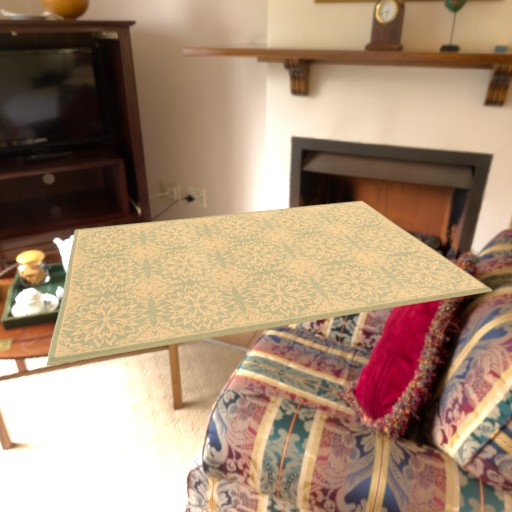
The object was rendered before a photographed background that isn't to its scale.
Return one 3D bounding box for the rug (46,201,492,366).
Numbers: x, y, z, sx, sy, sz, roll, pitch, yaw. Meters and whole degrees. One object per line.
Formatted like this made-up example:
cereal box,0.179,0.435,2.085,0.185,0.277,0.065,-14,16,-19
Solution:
rug,0.000,0.000,3.388,2.746,0.018,1.819,-7,28,-14
